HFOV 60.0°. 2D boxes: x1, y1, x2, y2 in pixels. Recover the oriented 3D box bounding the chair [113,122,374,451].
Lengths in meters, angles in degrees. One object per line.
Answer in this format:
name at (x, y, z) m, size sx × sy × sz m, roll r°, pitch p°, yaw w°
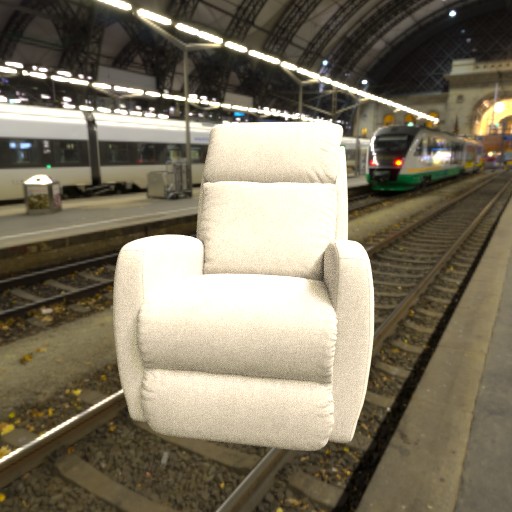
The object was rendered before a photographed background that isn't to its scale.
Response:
chair at (0.000, 0.000, 1.664) m, size 0.812 × 1.015 × 0.941 m, roll 2°, pitch 13°, yaw 10°
